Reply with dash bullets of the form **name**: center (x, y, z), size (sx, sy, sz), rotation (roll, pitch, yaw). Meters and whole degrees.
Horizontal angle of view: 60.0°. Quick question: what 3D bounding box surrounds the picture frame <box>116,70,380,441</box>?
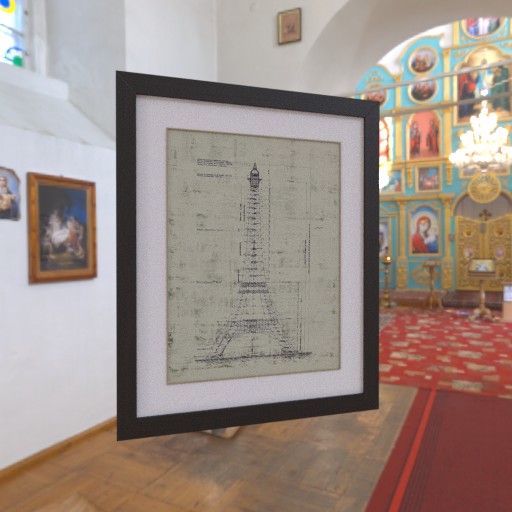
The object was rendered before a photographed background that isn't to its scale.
- **picture frame**: center (0.000, 0.000, 0.752), size (0.452, 0.555, 0.044), rotation (0, 1, -18)
